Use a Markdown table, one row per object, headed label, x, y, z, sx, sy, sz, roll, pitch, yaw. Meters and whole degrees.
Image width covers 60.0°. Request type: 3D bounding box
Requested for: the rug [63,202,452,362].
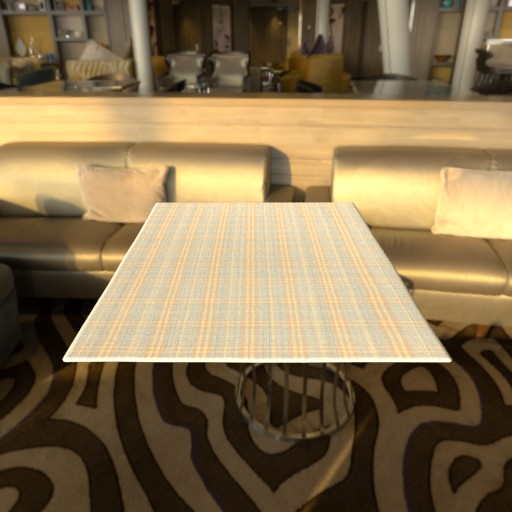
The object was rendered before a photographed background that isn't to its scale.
| label | x | y | z | sx | sy | sz | roll | pitch | yaw |
| --- | --- | --- | --- | --- | --- | --- | --- | --- | --- |
| rug | 0.000 | 0.000 | 4.155 | 2.462 | 0.030 | 3.066 | 0 | 26 | 0 |
